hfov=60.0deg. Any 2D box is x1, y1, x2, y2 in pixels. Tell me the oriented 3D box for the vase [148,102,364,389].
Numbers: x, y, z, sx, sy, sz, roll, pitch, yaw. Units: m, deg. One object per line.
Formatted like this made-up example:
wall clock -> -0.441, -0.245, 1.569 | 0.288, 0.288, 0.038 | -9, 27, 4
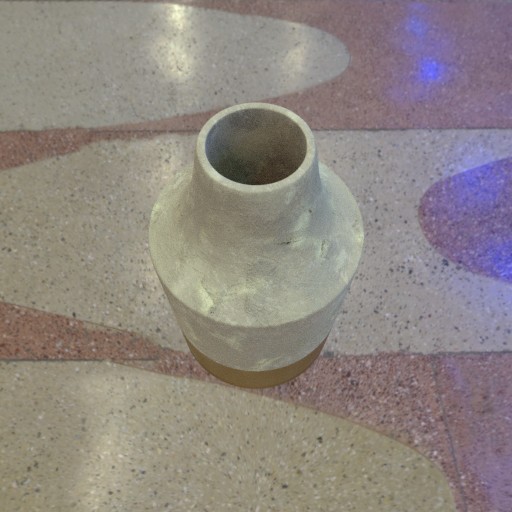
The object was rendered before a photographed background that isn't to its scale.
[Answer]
vase -> 0.000, 0.000, 0.424 | 0.184, 0.305, 0.184 | 0, 61, 0
